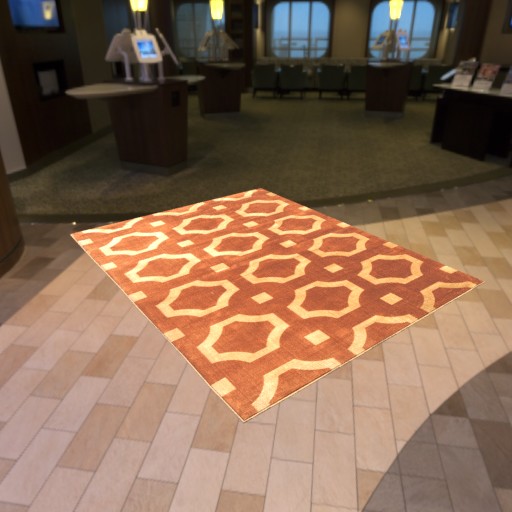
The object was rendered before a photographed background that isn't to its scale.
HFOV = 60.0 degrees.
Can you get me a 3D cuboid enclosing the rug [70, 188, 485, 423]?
[{"bbox_3d":[0.000,0.000,4.100,2.466,0.021,3.049,-19,33,-32],"label":"rug"}]
